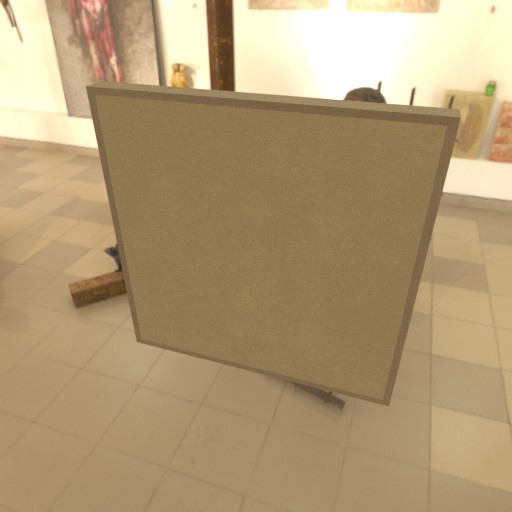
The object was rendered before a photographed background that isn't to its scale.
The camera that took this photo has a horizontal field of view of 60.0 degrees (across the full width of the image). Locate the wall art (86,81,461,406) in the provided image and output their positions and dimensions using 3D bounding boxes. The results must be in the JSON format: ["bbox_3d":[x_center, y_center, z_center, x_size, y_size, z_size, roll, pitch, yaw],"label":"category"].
[{"bbox_3d":[0.000,0.000,0.729,0.508,0.506,0.038,10,34,15],"label":"wall art"}]
